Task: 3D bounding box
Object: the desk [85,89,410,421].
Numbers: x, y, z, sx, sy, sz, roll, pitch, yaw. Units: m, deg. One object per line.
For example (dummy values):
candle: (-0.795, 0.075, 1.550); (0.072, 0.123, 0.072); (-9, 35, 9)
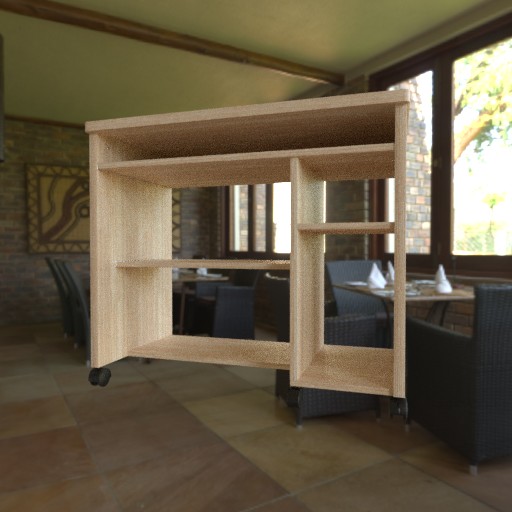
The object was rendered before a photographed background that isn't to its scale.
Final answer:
desk: (0.000, 0.000, 1.369); (0.884, 0.770, 0.480); (0, 1, 18)
